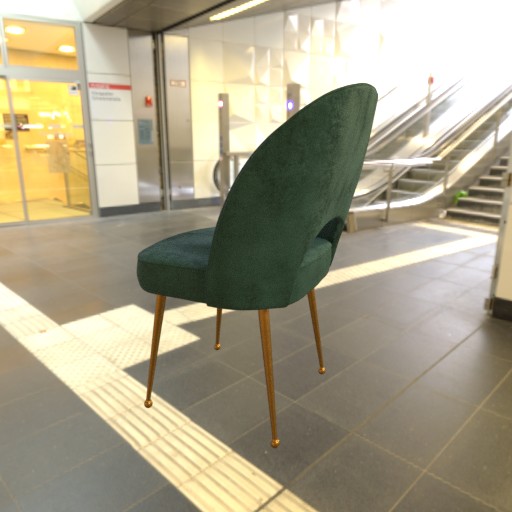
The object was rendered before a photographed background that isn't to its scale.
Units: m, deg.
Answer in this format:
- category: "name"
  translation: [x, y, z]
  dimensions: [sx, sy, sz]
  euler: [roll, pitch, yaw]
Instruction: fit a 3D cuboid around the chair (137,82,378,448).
- category: "chair"
  translation: [0.000, 0.000, 1.220]
  dimensions: [0.577, 0.860, 0.527]
  euler: [7, 17, 24]
